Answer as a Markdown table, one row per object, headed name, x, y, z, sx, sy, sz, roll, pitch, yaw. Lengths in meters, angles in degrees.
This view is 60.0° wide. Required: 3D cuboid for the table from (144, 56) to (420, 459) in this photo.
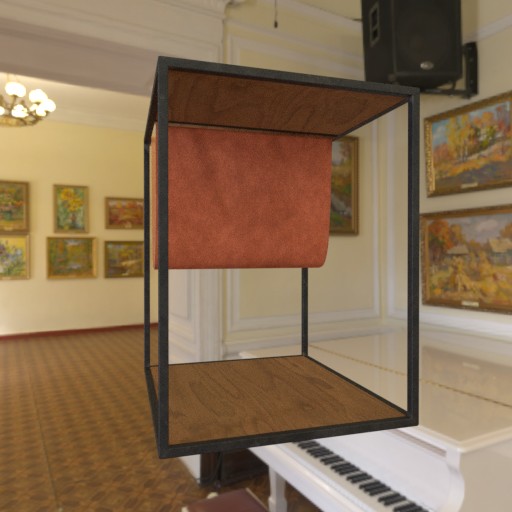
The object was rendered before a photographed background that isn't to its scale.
| name | x | y | z | sx | sy | sz | roll | pitch | yaw |
| --- | --- | --- | --- | --- | --- | --- | --- | --- | --- |
| table | 0.000 | 0.000 | 0.851 | 0.399 | 0.536 | 0.450 | 0 | 1 | -17 |
